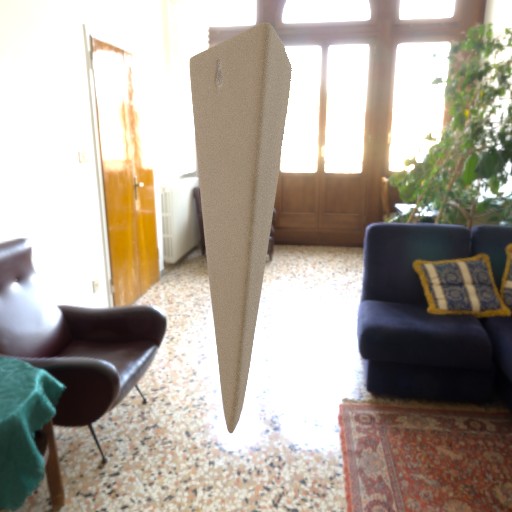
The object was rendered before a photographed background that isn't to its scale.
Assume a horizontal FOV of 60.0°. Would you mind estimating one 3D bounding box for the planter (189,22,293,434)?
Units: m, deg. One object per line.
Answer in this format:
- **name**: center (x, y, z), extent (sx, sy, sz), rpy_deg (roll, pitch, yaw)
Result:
- **planter**: center (0.000, 0.000, 0.389), extent (0.065, 0.338, 0.143), rpy_deg (-7, 16, -27)
